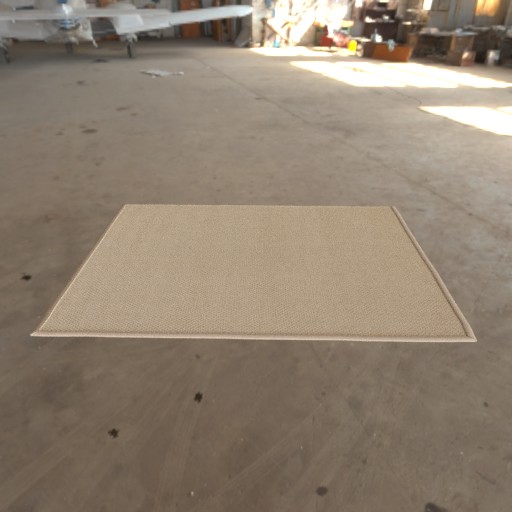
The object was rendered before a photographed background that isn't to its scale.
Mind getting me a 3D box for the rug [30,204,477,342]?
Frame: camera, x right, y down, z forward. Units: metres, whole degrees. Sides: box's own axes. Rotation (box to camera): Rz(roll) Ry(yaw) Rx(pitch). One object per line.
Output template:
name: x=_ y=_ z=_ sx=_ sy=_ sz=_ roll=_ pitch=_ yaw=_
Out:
rug: x=0.000 y=0.000 z=2.700 sx=2.081 sy=0.020 sz=1.525 roll=1 pitch=30 yaw=1
